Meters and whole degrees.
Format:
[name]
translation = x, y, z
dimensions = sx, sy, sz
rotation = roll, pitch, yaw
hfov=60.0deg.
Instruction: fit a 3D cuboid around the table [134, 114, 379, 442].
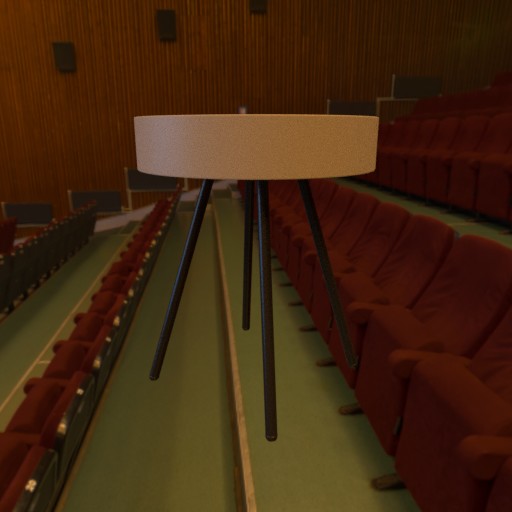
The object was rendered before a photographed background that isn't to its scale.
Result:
[table]
translation = 0.000, 0.000, 0.882
dimensions = 0.450, 0.525, 0.450
rotation = 0, 16, 0
